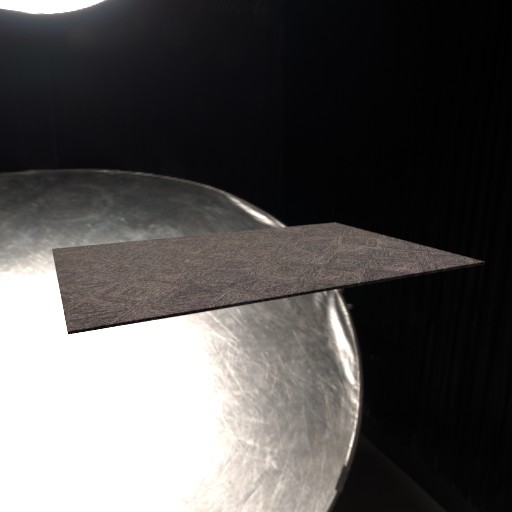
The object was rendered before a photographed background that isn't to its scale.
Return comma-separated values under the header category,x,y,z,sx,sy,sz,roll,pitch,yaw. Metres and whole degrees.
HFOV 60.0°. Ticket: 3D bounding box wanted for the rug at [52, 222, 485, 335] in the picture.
category,x,y,z,sx,sy,sz,roll,pitch,yaw
rug,0.000,0.000,2.795,2.298,0.017,1.501,-7,16,-25
